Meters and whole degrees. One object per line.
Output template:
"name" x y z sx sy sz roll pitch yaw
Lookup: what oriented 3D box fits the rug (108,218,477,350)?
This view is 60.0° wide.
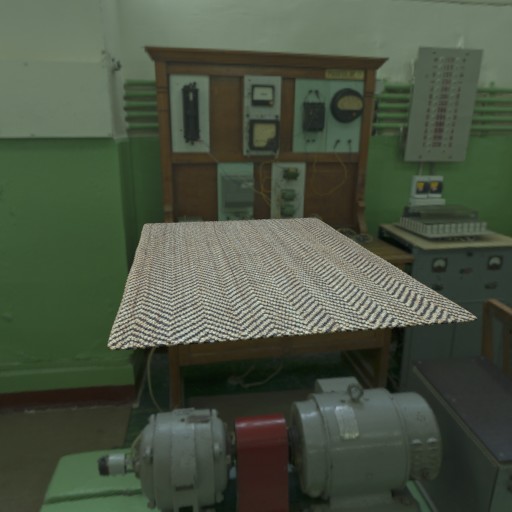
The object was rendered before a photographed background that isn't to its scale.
"rug" 0.000 0.000 2.257 1.219 0.008 1.828 -3 16 -10
